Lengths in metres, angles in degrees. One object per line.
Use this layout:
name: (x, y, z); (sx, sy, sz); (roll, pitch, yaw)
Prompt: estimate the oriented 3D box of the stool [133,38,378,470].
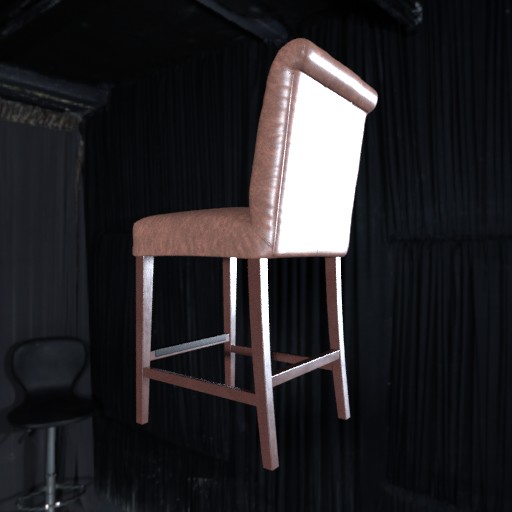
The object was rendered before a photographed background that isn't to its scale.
stool: (0.000, 0.000, 1.435); (0.660, 1.084, 0.486); (0, 1, 37)
